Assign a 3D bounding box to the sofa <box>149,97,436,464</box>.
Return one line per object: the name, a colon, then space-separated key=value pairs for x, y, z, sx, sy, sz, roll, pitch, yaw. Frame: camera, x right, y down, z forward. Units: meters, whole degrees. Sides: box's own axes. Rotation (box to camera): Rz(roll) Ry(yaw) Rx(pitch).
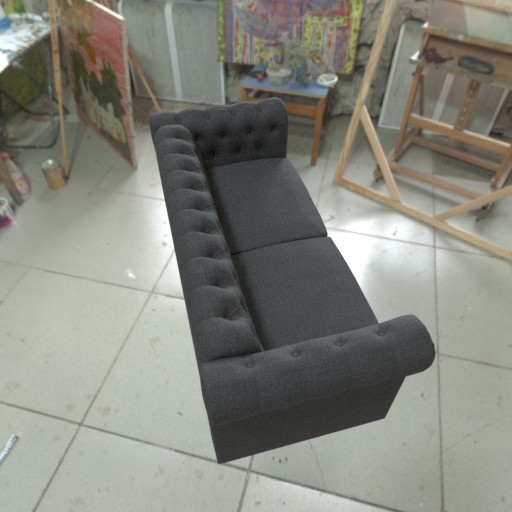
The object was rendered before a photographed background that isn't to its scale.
sofa: x=0.000 y=0.000 z=2.214 sx=0.783 sy=0.797 sz=1.798 roll=-11 pitch=48 yaw=-10
